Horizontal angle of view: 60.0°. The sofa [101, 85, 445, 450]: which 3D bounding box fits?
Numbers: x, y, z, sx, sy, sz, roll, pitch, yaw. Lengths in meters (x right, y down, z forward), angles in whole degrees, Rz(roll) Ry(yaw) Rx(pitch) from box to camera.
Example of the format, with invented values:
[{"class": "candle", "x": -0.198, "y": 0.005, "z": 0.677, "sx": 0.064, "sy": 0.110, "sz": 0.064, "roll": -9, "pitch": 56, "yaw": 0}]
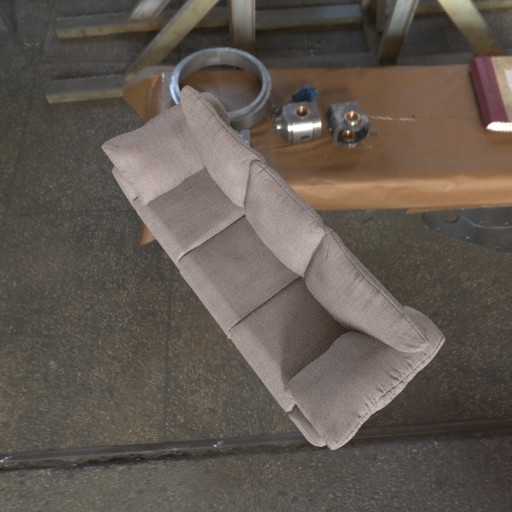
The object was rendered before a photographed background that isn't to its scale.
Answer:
[{"class": "sofa", "x": 0.000, "y": 0.000, "z": 2.874, "sx": 0.878, "sy": 0.996, "sz": 2.334, "roll": -34, "pitch": 69, "yaw": -15}]
